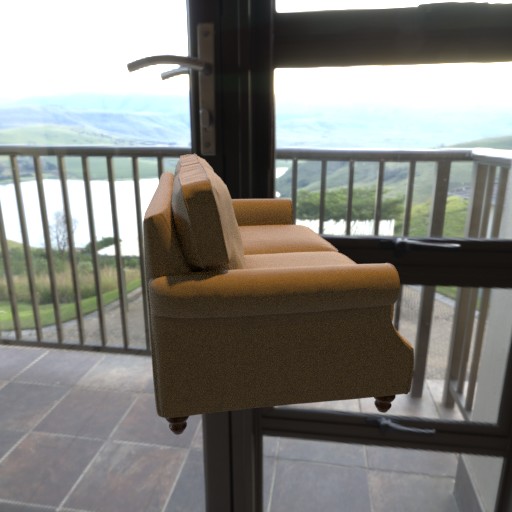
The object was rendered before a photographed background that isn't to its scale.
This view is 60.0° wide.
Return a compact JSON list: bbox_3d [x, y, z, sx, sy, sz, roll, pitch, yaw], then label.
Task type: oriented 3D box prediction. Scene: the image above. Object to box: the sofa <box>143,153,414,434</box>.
[{"bbox_3d":[0.000,0.000,2.220,0.964,0.937,1.665,-3,16,-9],"label":"sofa"}]
